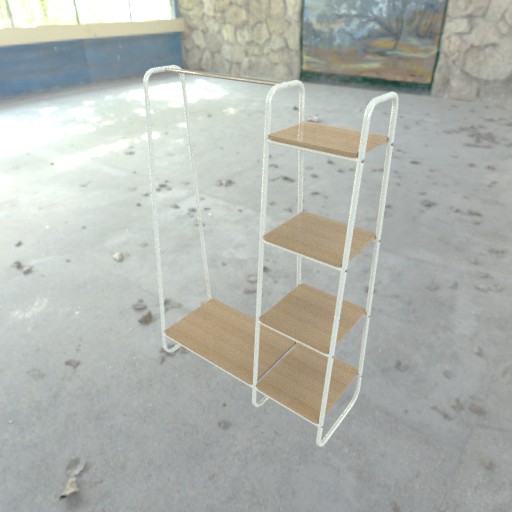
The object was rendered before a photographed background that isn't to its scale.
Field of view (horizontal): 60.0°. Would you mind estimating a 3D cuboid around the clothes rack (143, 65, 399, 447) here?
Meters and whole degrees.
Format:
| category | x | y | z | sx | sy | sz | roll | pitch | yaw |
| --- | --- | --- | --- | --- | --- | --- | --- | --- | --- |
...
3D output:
| category | x | y | z | sx | sy | sz | roll | pitch | yaw |
| --- | --- | --- | --- | --- | --- | --- | --- | --- | --- |
| clothes rack | 0.000 | 0.000 | 1.992 | 1.011 | 1.500 | 0.400 | 22 | 37 | 32 |
